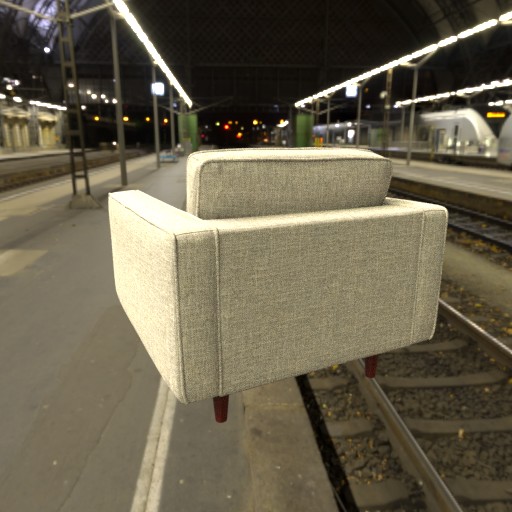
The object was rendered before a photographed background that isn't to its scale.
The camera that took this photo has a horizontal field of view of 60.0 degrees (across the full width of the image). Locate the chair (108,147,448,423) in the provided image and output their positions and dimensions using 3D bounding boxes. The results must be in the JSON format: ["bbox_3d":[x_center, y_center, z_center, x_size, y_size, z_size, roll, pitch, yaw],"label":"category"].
[{"bbox_3d":[0.000,0.000,1.593,0.889,0.765,0.914,-7,17,-25],"label":"chair"}]
